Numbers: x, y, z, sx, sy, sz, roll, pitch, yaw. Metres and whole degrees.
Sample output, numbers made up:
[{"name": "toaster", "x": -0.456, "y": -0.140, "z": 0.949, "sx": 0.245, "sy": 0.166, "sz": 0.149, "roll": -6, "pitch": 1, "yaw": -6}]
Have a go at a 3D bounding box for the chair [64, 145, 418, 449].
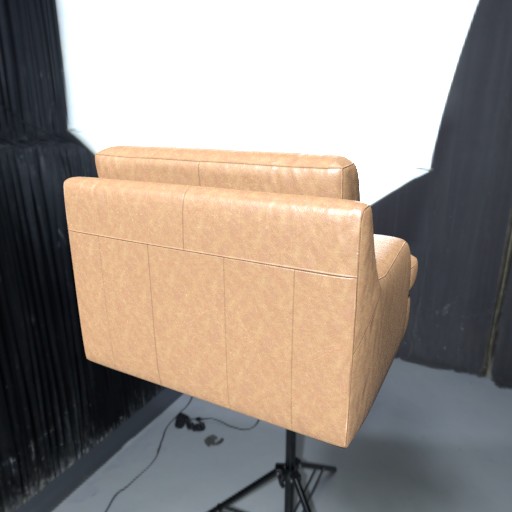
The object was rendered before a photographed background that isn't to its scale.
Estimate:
[{"name": "chair", "x": 0.000, "y": 0.000, "z": 1.980, "sx": 1.276, "sy": 0.978, "sz": 1.050, "roll": 9, "pitch": 20, "yaw": 27}]
